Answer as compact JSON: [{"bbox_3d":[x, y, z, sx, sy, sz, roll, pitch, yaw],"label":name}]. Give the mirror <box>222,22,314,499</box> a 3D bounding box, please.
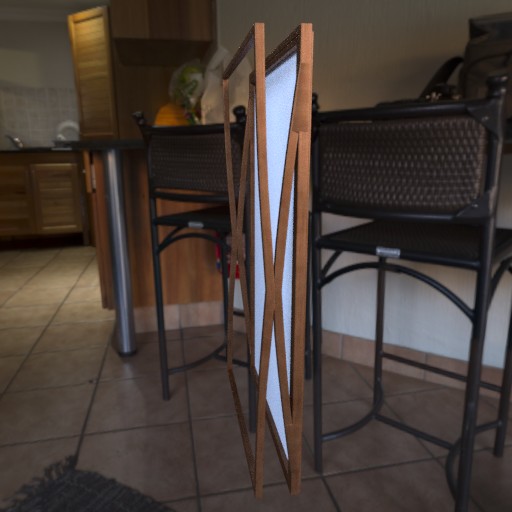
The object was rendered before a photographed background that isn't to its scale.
[{"bbox_3d":[0.000,0.000,0.916,0.082,0.768,0.468,-2,14,-9],"label":"mirror"}]
